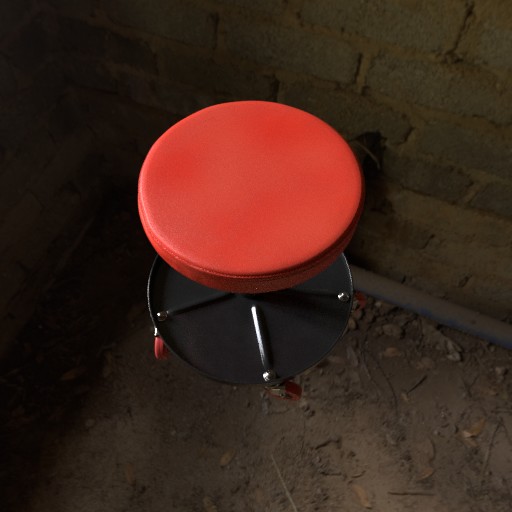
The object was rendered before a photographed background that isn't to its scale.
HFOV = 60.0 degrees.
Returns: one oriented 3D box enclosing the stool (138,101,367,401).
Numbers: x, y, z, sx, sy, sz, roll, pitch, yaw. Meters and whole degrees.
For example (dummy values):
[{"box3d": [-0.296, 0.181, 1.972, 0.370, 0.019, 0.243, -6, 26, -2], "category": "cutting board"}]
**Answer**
[{"box3d": [0.000, 0.000, 0.677, 0.382, 0.365, 0.381, -13, 60, -8], "category": "stool"}]
